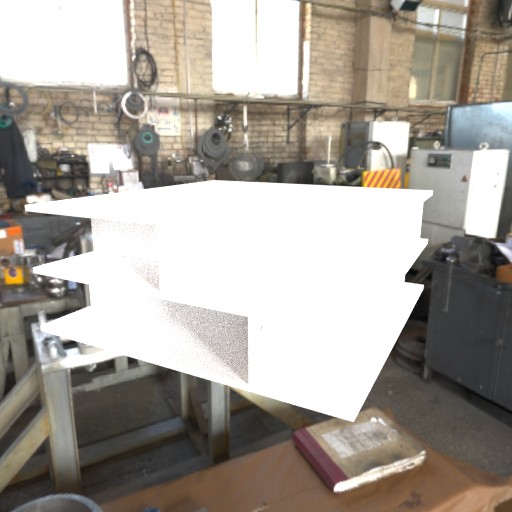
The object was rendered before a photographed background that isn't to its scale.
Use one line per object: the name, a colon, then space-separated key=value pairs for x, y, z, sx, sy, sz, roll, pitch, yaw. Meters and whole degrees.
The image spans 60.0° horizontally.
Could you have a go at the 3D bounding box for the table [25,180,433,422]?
table: x=0.000 y=0.000 z=1.082 sx=0.700 sy=0.289 sz=0.700 roll=8 pitch=16 yaw=27
